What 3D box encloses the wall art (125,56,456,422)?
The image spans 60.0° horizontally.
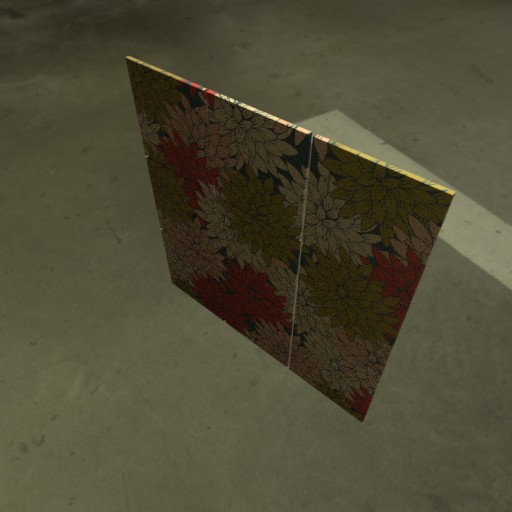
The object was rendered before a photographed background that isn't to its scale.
[{"bbox_3d":[0.000,0.000,1.298,0.904,0.913,0.013,32,53,27],"label":"wall art"}]
